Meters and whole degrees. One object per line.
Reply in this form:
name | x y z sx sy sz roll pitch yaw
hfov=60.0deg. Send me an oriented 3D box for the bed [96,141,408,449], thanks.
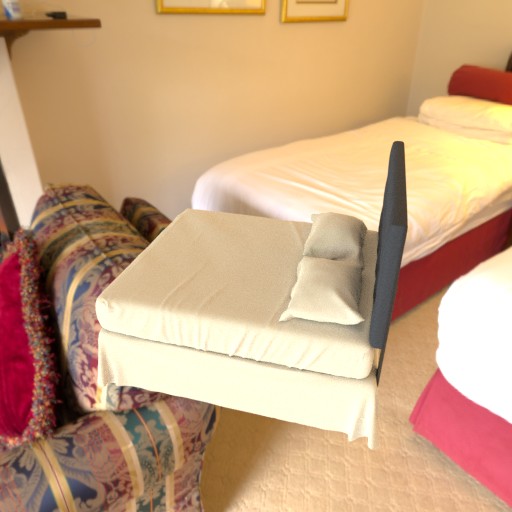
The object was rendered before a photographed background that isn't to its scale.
bed | 0.000 0.000 3.549 2.222 1.577 1.936 8 31 13
